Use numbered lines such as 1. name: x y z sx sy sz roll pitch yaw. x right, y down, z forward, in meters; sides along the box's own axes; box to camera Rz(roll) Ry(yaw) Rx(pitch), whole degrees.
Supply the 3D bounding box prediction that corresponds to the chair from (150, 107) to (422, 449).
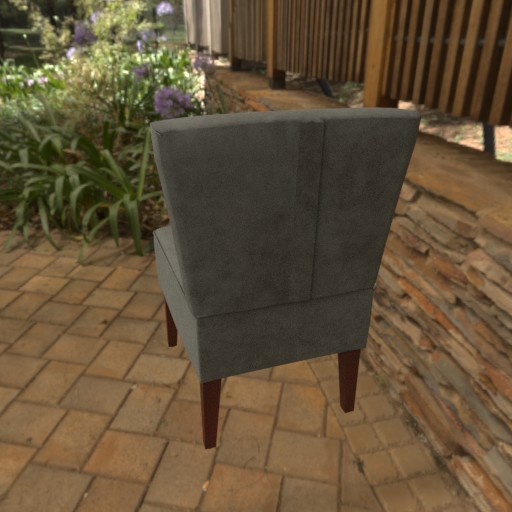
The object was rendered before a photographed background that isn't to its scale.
1. chair: 0.000 0.000 1.185 0.521 0.806 0.554 -8 27 -16
